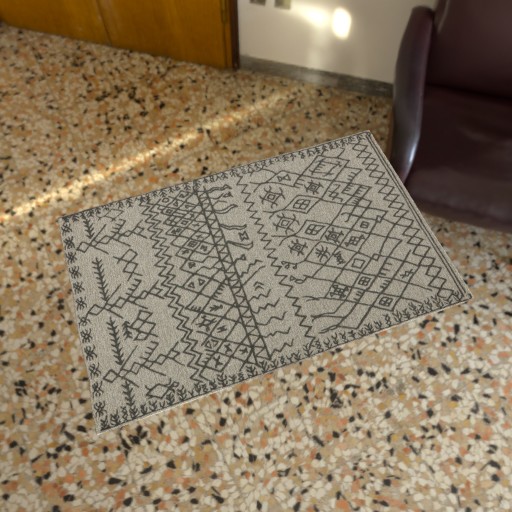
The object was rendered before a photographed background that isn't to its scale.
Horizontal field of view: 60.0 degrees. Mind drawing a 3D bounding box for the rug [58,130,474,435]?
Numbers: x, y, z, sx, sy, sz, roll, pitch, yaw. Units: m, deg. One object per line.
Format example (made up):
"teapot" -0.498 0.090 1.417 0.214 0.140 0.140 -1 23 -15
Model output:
"rug" 0.000 0.000 4.695 3.824 0.019 2.393 -18 64 -9
